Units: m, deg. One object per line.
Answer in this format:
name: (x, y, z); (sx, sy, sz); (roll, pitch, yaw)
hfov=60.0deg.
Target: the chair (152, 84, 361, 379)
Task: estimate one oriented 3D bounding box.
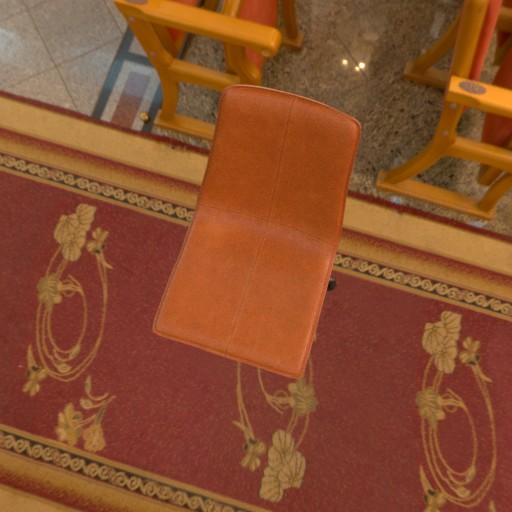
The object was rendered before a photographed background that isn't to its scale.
chair: (0.000, 0.000, 1.422); (0.651, 0.920, 0.660); (17, 77, 4)
